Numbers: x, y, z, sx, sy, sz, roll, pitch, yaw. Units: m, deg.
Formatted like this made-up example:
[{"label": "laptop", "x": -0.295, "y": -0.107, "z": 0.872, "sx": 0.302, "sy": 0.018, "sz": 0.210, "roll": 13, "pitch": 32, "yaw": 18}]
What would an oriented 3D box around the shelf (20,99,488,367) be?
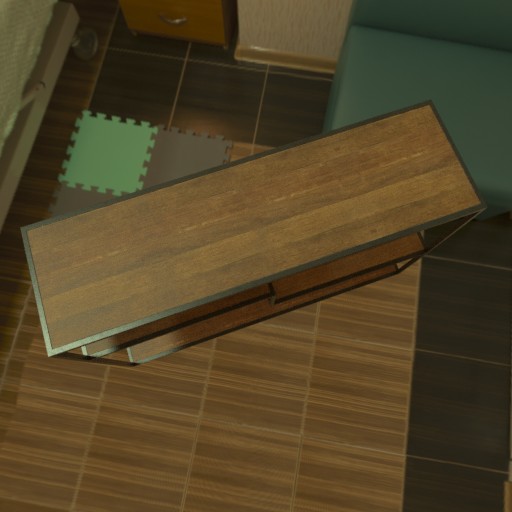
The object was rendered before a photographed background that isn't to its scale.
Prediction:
[{"label": "shelf", "x": 0.000, "y": 0.000, "z": 1.552, "sx": 1.201, "sy": 0.765, "sz": 0.361, "roll": -18, "pitch": 75, "yaw": -5}]
